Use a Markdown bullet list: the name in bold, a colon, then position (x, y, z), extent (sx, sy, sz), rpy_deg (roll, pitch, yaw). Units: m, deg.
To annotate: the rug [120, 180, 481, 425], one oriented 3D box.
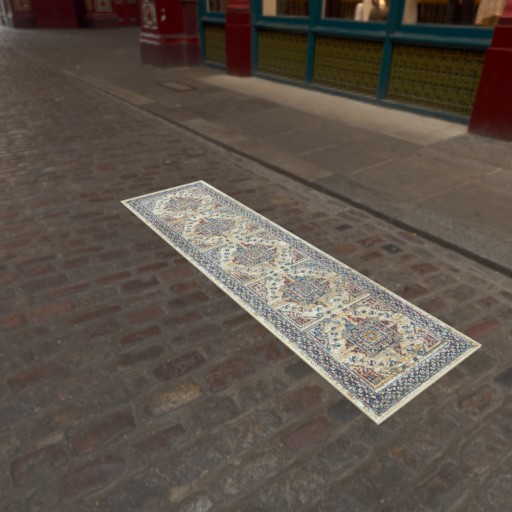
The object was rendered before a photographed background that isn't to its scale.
- **rug**: position (0.000, 0.000, 2.483), extent (0.661, 0.013, 2.297), rpy_deg (-21, 37, -31)
